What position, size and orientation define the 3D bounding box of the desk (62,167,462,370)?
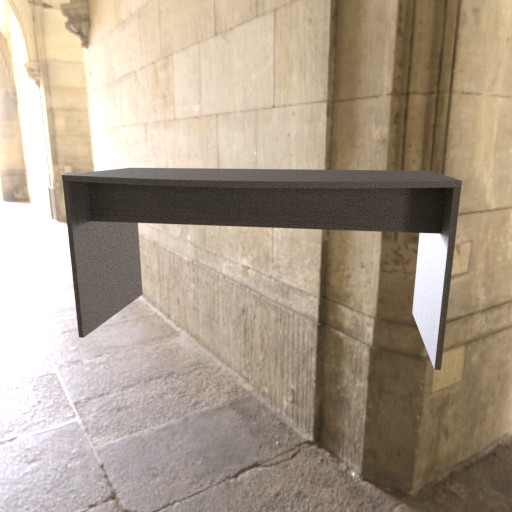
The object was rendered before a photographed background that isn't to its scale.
[{"bbox_3d":[0.000,0.000,2.054,1.600,0.750,0.802,3,14,11],"label":"desk"}]
